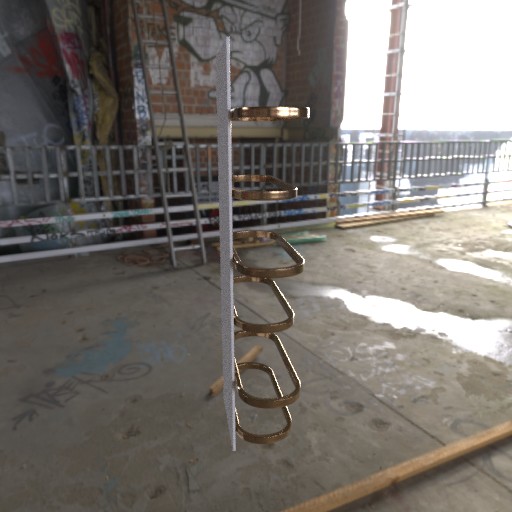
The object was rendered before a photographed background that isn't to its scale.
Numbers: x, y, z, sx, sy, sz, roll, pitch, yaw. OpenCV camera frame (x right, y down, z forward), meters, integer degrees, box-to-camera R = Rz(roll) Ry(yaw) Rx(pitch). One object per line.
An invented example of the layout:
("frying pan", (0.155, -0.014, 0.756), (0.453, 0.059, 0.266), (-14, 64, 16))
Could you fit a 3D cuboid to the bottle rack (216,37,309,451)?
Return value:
("bottle rack", (0.000, 0.000, 0.827), (0.118, 0.709, 0.332), (-3, 16, -9))
